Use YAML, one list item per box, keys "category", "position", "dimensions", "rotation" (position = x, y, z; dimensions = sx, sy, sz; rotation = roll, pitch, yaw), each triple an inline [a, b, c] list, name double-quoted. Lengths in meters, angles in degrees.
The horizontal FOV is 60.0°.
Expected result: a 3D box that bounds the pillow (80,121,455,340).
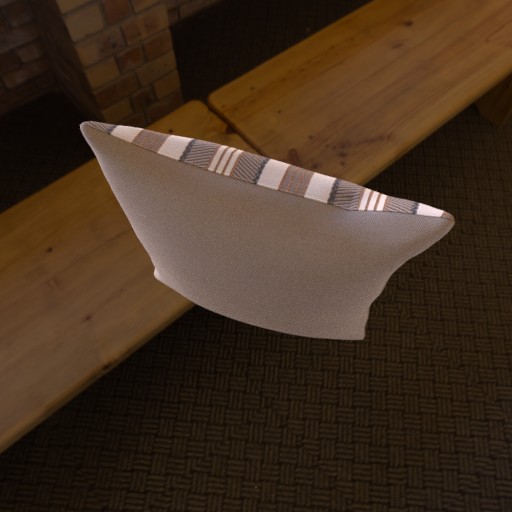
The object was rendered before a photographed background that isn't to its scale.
- category: "pillow"
  position: [0.000, 0.000, 0.642]
  dimensions: [0.416, 0.401, 0.173]
  rotation: [16, 64, 8]
